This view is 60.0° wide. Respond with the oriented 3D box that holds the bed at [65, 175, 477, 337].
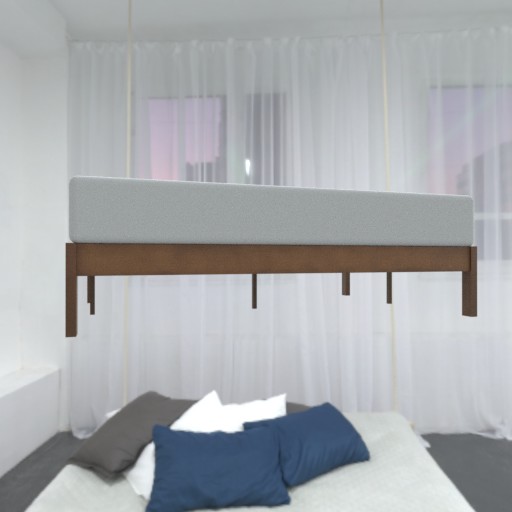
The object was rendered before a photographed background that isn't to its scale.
[{"bbox_3d":[0.000,0.000,2.601,1.927,0.616,1.348,0,0,-17],"label":"bed"}]
